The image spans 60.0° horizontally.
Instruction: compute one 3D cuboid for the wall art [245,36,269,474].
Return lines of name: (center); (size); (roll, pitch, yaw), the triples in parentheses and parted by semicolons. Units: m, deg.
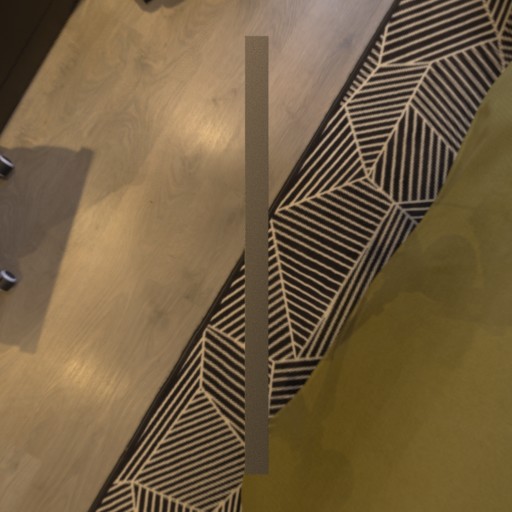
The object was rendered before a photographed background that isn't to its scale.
wall art: (0.000, 0.000, 1.160); (0.042, 0.766, 0.769); (0, 90, 0)
